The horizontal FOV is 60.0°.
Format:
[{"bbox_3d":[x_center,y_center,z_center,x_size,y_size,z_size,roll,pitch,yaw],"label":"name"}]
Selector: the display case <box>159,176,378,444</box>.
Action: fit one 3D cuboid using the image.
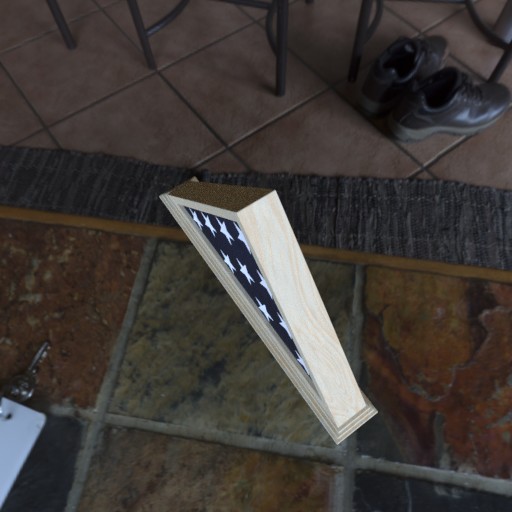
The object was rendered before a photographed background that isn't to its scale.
[{"bbox_3d":[0.000,0.000,0.764,0.095,0.340,0.640,-32,68,-15],"label":"display case"}]
